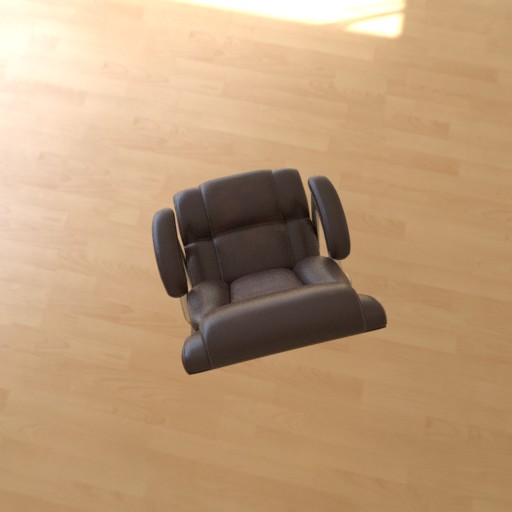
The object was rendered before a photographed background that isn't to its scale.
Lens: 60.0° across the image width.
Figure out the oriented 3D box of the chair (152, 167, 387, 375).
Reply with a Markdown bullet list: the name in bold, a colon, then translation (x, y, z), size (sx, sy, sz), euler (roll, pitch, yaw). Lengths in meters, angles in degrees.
- **chair**: translation (0.000, 0.000, 1.651), size (0.692, 1.194, 0.749), euler (-13, 76, -3)
